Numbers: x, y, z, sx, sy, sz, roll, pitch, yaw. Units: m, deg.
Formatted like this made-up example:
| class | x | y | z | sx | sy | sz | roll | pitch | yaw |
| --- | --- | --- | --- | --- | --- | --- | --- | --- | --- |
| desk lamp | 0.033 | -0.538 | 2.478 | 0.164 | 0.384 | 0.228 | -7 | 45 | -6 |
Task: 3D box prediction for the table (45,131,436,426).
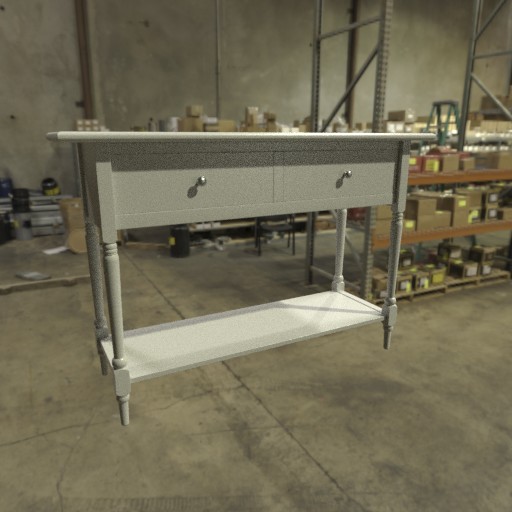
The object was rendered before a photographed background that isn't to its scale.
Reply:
| class | x | y | z | sx | sy | sz | roll | pitch | yaw |
| --- | --- | --- | --- | --- | --- | --- | --- | --- | --- |
| table | 0.000 | 0.000 | 1.513 | 1.197 | 0.808 | 0.384 | -8 | 17 | -27 |
